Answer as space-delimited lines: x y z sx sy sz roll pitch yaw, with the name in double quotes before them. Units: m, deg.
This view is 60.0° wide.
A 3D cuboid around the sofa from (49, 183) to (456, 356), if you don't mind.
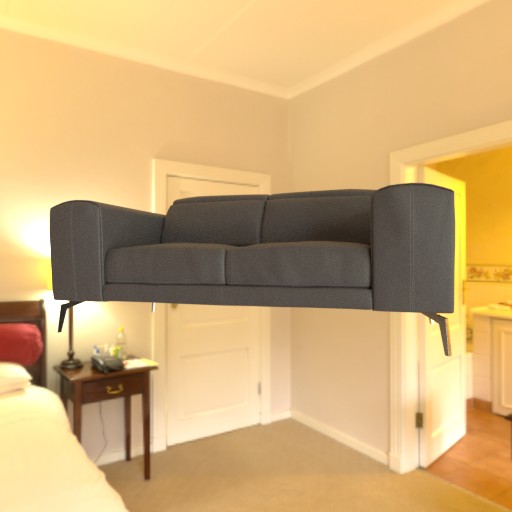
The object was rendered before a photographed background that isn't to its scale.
"sofa" 0.000 0.000 2.389 1.895 0.779 1.003 0 -1 18
